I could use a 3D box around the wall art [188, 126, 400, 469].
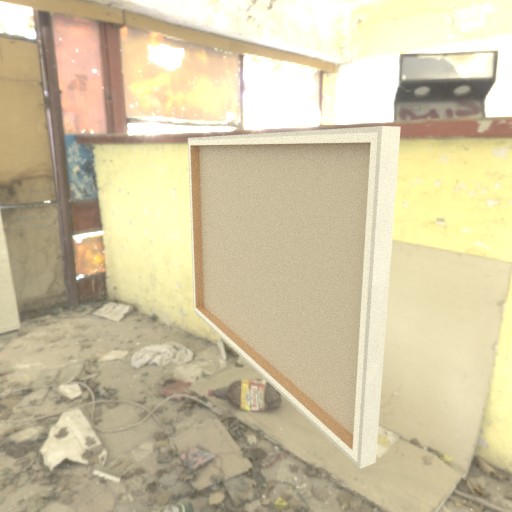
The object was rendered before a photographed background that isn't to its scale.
[{"bbox_3d":[0.000,0.000,1.153,0.038,0.610,0.915,-7,15,-26],"label":"wall art"}]
